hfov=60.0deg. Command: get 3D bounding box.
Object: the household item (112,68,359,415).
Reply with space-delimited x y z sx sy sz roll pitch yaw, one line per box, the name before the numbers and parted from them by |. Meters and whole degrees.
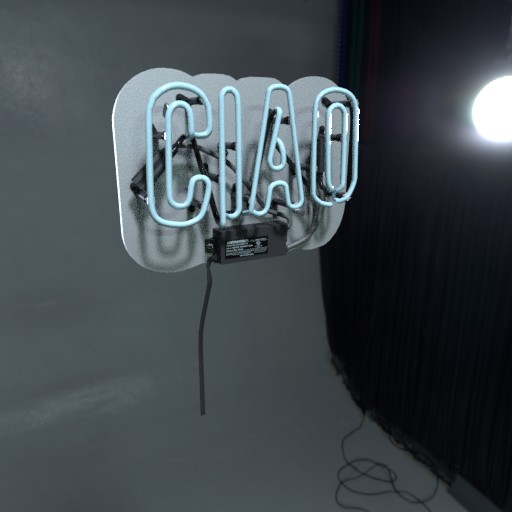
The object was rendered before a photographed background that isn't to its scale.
household item | 0.000 0.000 0.378 0.211 0.294 0.042 -8 19 -26
